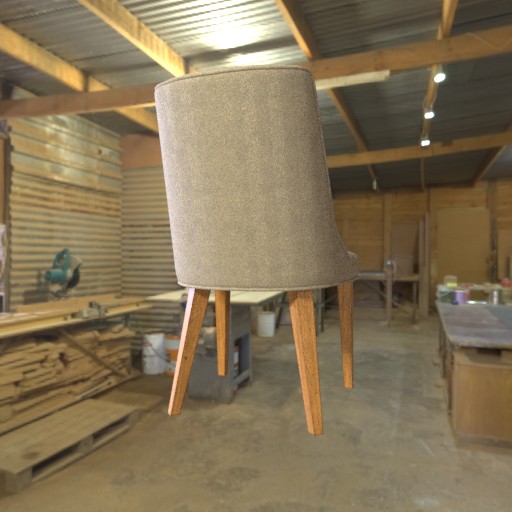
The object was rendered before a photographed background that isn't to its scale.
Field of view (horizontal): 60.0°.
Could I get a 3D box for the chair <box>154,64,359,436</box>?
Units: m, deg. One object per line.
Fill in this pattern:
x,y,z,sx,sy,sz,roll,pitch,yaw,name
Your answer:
0.000,0.000,1.334,0.548,0.916,0.636,0,1,19,chair
